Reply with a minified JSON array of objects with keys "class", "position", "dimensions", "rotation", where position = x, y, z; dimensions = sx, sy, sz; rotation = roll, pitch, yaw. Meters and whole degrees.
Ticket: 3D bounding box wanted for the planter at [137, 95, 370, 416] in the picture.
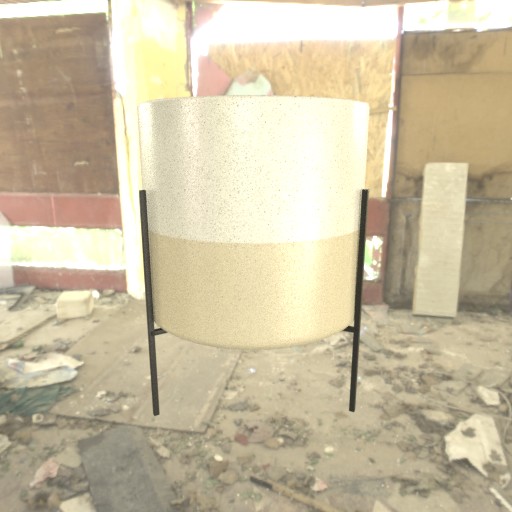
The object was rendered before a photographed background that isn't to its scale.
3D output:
[{"class":"planter","position":[0.000,0.000,0.754],"dimensions":[0.368,0.484,0.359],"rotation":[8,16,27]}]
